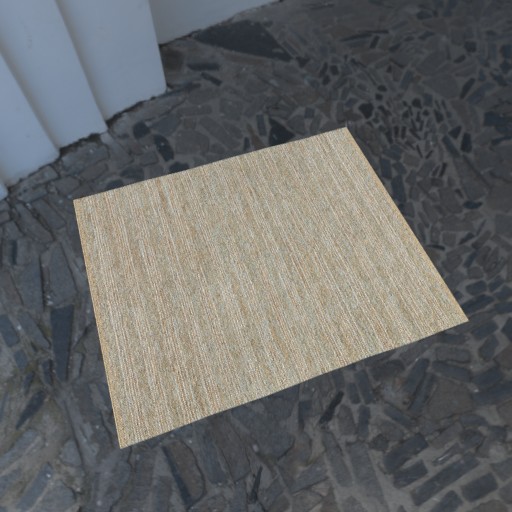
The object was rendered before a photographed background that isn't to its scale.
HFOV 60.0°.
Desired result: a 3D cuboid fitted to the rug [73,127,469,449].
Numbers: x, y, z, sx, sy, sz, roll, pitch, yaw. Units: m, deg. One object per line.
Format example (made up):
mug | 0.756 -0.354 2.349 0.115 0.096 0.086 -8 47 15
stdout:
rug | 0.000 0.000 4.151 3.034 0.012 2.471 -17 62 -10
